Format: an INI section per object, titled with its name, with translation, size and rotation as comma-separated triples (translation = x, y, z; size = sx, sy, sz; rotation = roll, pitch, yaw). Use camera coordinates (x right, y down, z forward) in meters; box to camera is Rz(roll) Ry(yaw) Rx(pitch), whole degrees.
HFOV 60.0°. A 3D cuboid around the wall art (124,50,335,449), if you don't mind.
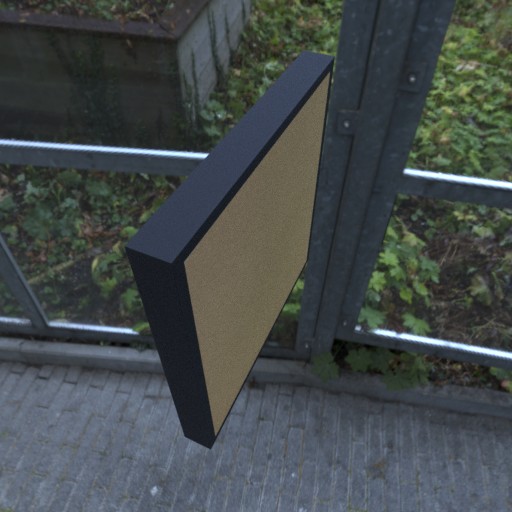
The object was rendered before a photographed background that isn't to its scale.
[wall art]
translation = 0.000, 0.000, 0.466
size = 0.033, 0.304, 0.305
rotation = 19, 50, 16
